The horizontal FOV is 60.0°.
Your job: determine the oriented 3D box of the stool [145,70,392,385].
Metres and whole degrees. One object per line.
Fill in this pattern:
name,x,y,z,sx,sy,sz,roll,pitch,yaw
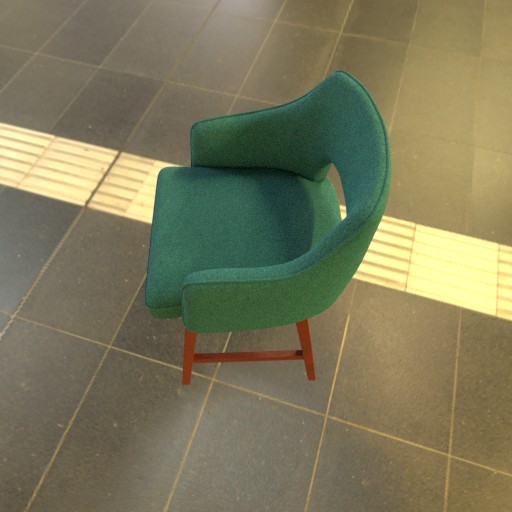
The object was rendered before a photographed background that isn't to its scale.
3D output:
stool,0.000,0.000,1.303,0.556,0.961,0.548,-2,58,-1
